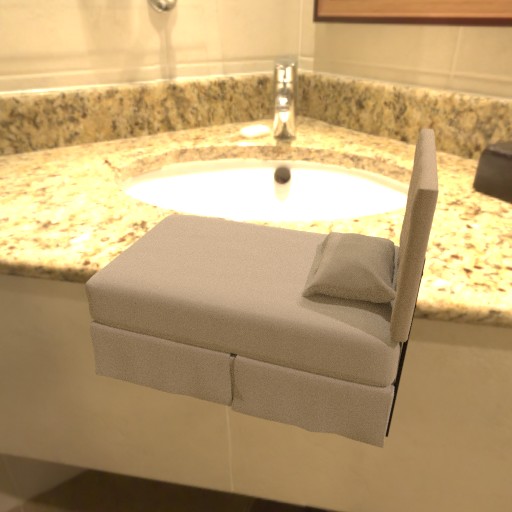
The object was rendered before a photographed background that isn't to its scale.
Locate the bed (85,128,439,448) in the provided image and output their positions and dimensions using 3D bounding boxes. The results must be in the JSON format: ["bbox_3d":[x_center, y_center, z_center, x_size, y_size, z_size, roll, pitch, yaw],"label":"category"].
[{"bbox_3d":[0.000,0.000,2.943,1.997,1.571,1.261,9,30,16],"label":"bed"}]
